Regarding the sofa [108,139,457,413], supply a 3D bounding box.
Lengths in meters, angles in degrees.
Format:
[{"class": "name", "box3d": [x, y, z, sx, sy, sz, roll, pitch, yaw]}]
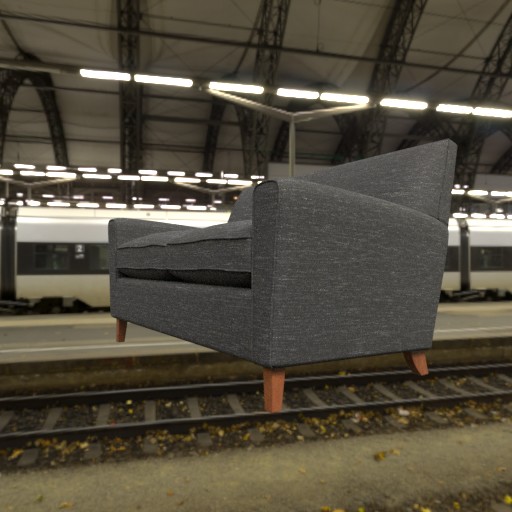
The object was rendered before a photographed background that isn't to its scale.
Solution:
[{"class": "sofa", "box3d": [0.000, 0.000, 1.925, 0.875, 0.846, 1.420, 1, -1, -35]}]
